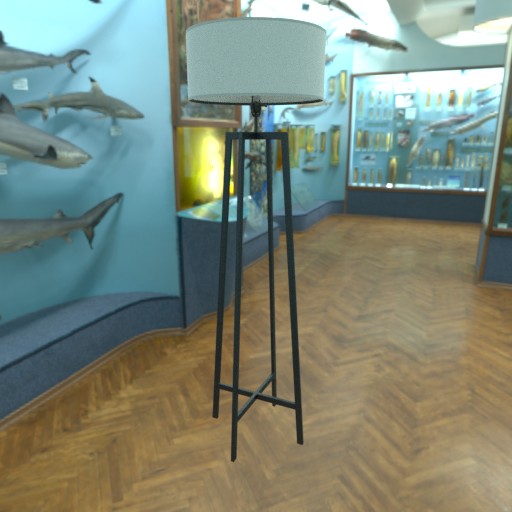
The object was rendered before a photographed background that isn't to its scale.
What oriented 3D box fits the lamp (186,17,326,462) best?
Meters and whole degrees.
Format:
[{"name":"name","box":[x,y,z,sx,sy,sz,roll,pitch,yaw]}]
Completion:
[{"name":"lamp","box":[0.000,0.000,1.658,0.456,1.510,0.457,7,17,25]}]
